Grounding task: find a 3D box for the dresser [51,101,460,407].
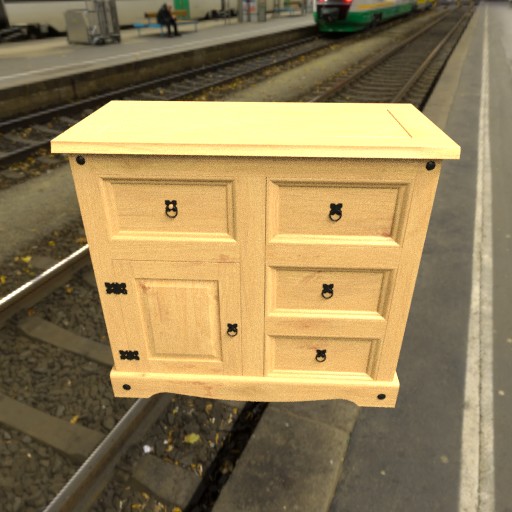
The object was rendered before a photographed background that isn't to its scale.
[{"bbox_3d":[0.000,0.000,1.383,0.915,0.835,0.440,1,31,2],"label":"dresser"}]
